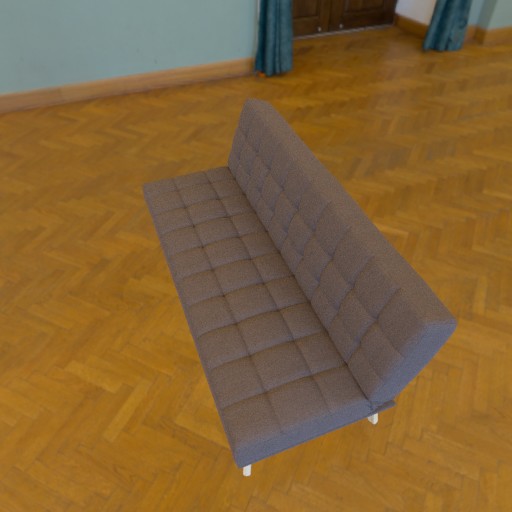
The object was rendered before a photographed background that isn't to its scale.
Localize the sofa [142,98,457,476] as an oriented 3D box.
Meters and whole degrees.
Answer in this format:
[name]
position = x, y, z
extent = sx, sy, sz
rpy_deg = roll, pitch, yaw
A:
[sofa]
position = 0.000, 0.000, 2.287
extent = 0.860, 0.810, 1.800
rpy_deg = -16, 48, -15
